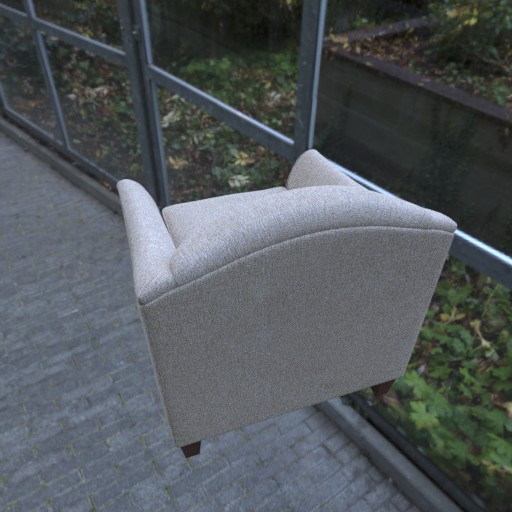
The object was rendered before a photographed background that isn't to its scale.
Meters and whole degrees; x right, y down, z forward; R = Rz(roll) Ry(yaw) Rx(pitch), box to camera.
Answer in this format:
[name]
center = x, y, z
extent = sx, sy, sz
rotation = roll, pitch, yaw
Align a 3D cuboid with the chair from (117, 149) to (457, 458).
[chair]
center = 0.000, 0.000, 1.421
extent = 0.763, 0.839, 0.787
rotation = -12, 41, -14
